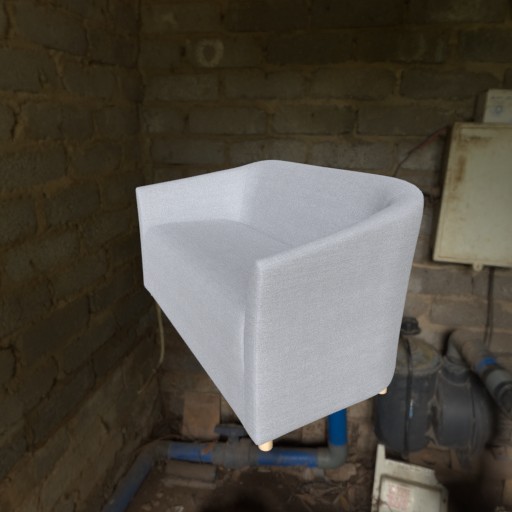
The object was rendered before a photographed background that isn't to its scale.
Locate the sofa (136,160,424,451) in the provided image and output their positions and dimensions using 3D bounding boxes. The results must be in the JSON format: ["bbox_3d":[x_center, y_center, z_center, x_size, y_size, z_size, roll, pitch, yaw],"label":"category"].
[{"bbox_3d":[0.000,0.000,1.881,0.705,0.721,1.452,-8,18,-25],"label":"sofa"}]
